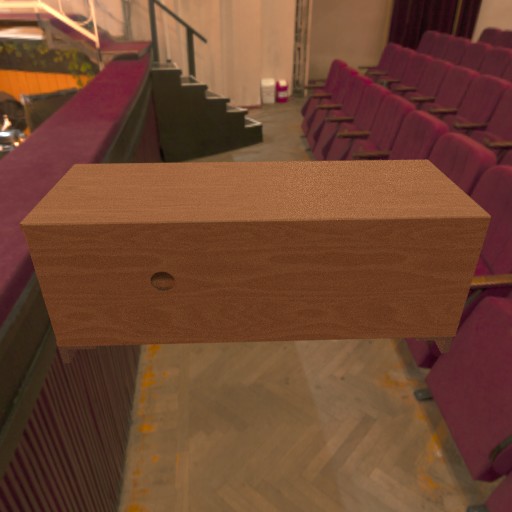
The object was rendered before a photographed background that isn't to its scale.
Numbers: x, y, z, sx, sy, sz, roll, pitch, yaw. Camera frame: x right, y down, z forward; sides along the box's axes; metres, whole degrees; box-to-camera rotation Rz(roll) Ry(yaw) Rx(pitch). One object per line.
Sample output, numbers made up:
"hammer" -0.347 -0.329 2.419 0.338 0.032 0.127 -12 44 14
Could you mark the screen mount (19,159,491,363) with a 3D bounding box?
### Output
"screen mount" 0.000 0.000 1.297 1.084 0.432 0.406 -1 31 -2
